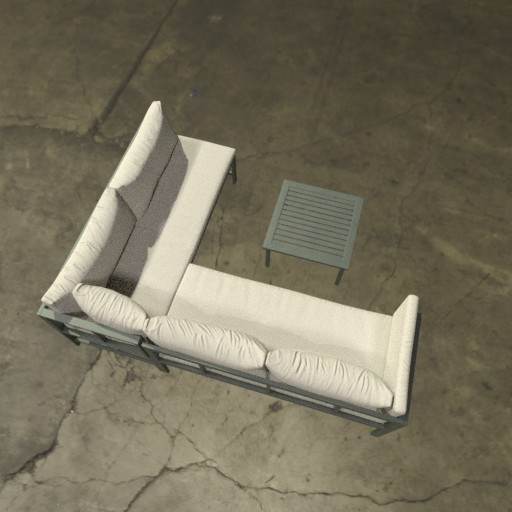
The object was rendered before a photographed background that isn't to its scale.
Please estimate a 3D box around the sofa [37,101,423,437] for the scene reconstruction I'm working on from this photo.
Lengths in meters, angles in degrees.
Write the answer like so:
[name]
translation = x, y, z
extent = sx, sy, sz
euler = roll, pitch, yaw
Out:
[sofa]
translation = 0.000, 0.000, 2.949
extent = 2.096, 0.758, 1.658
euler = 15, 64, 7
